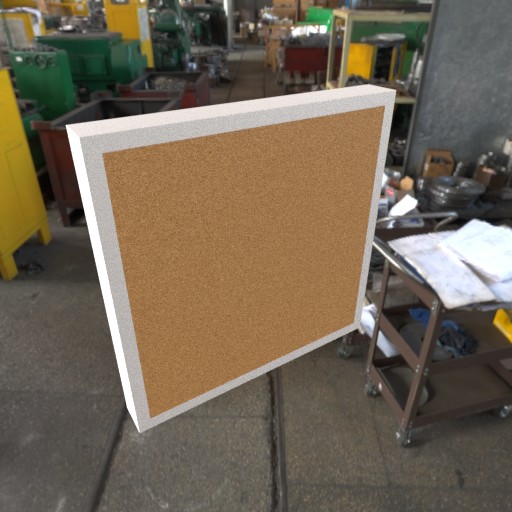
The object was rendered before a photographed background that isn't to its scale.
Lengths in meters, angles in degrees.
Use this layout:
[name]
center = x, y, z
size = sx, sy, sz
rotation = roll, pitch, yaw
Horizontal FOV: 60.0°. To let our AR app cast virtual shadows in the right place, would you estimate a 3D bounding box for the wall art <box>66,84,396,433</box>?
[wall art]
center = 0.000, 0.000, 0.457
size = 0.305, 0.302, 0.038
rotation = -18, 35, -28
